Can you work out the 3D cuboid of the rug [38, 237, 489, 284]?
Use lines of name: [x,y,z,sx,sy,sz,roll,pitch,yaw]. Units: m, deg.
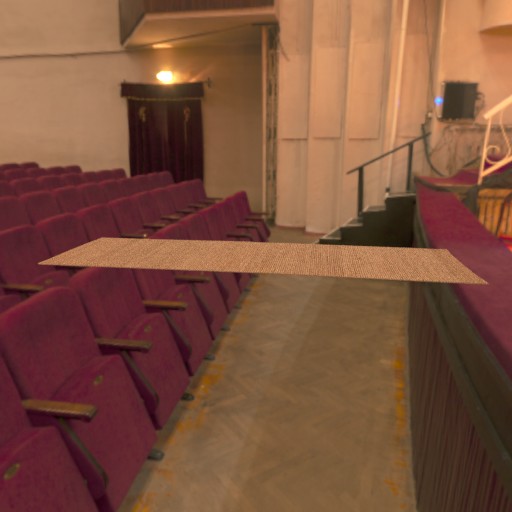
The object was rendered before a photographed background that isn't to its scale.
rug: [0.000,0.000,2.669,2.390,0.014,0.741,2,14,9]
